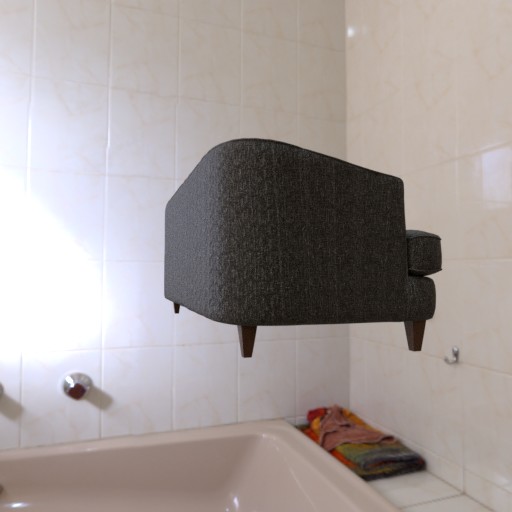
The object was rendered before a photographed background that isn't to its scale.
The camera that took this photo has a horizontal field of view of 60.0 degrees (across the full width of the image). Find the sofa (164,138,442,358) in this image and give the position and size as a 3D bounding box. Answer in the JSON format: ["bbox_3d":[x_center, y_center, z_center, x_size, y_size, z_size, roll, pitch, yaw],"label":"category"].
[{"bbox_3d":[0.000,0.000,2.747,0.941,0.855,2.278,1,-2,-18],"label":"sofa"}]
